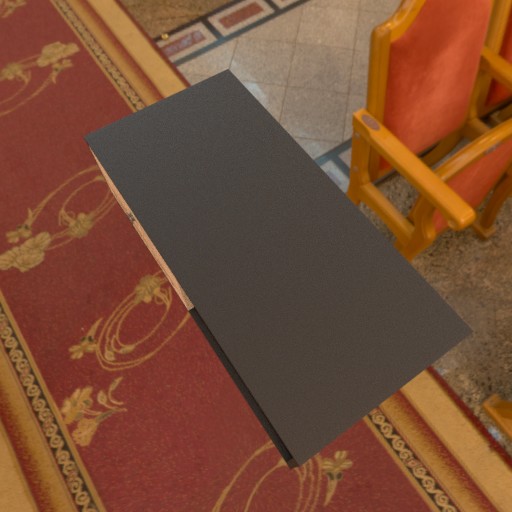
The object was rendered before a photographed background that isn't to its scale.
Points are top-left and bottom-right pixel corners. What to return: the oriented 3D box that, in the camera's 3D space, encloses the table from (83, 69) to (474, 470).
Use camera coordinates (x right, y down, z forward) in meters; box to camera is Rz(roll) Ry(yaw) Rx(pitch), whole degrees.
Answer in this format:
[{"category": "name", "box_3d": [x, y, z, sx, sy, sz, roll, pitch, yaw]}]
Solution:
[{"category": "table", "box_3d": [0.000, 0.000, 1.389, 0.550, 0.400, 1.100, -31, 67, -15]}]
